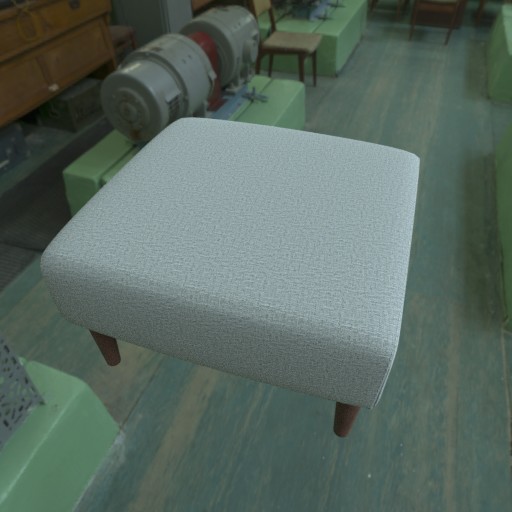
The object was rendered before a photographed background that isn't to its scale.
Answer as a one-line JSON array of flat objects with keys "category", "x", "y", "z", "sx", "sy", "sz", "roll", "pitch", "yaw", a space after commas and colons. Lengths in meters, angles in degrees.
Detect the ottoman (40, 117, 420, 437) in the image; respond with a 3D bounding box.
[{"category": "ottoman", "x": 0.000, "y": 0.000, "z": 1.050, "sx": 0.650, "sy": 0.398, "sz": 0.649, "roll": 13, "pitch": 44, "yaw": 13}]
